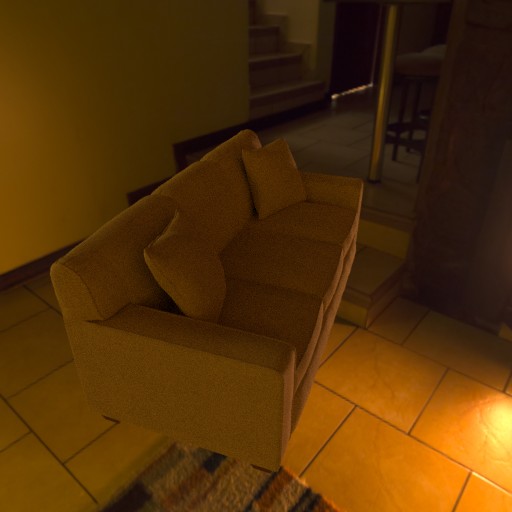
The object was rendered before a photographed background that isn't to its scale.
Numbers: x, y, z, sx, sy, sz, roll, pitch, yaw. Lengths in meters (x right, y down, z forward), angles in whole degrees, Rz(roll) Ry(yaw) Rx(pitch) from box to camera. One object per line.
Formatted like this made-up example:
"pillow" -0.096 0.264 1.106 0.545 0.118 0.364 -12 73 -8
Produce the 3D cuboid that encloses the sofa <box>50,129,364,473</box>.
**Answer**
"sofa" 0.000 0.000 2.569 0.997 0.958 2.024 10 32 17
